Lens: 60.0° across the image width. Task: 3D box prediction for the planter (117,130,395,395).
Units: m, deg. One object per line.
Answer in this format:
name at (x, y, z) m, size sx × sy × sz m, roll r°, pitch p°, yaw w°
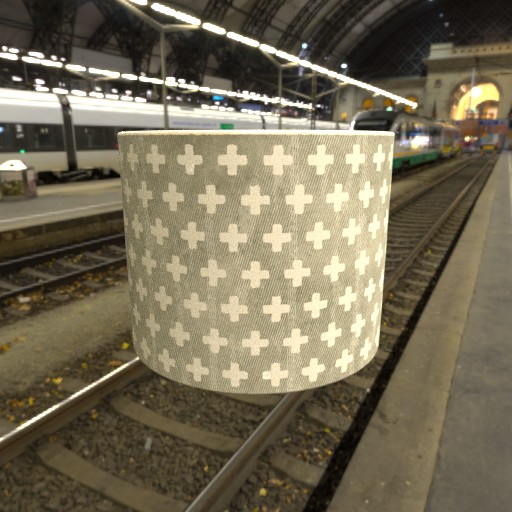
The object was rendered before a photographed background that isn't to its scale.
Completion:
planter at (0.000, 0.000, 0.447) m, size 0.250 × 0.239 × 0.250 m, roll 0°, pitch 15°, yaw 0°
